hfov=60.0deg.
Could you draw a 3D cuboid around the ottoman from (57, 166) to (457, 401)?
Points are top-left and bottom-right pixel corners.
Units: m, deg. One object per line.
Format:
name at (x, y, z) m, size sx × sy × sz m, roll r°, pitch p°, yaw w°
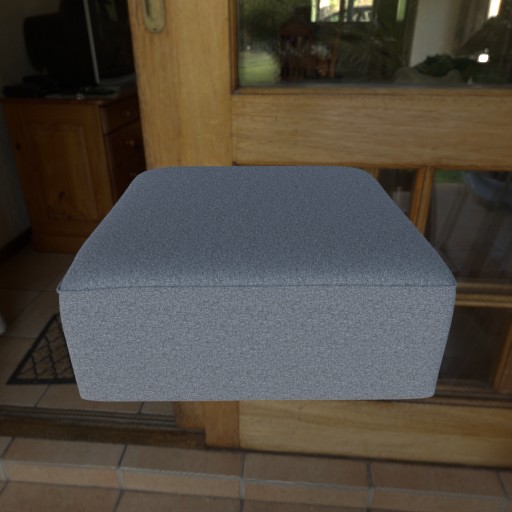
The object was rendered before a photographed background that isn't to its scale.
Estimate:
ottoman at (0.000, 0.000, 1.601) m, size 1.015 × 0.464 × 1.005 m, roll 0°, pitch 27°, yaw -1°
